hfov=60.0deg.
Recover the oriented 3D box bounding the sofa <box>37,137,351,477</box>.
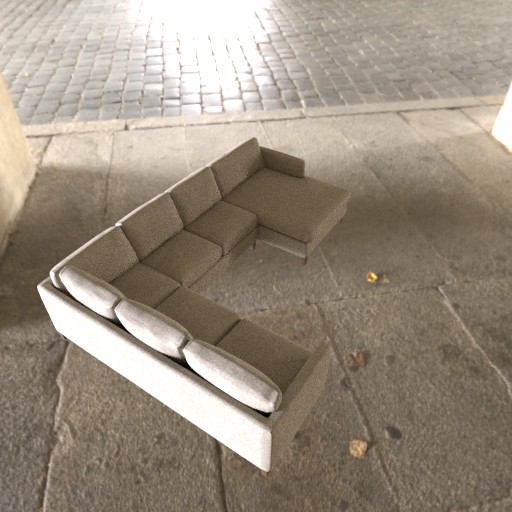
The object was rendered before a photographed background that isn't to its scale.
[{"bbox_3d":[0.000,0.000,4.741,2.593,0.959,3.460,24,46,25],"label":"sofa"}]
